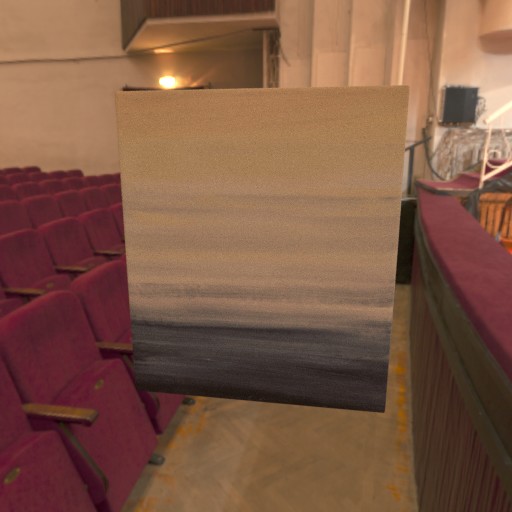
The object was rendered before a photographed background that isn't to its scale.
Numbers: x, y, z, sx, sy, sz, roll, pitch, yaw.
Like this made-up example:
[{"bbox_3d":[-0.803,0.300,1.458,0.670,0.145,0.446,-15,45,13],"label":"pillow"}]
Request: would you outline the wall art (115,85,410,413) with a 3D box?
[{"bbox_3d":[0.000,0.000,1.002,0.608,0.710,0.041,2,14,9],"label":"wall art"}]
